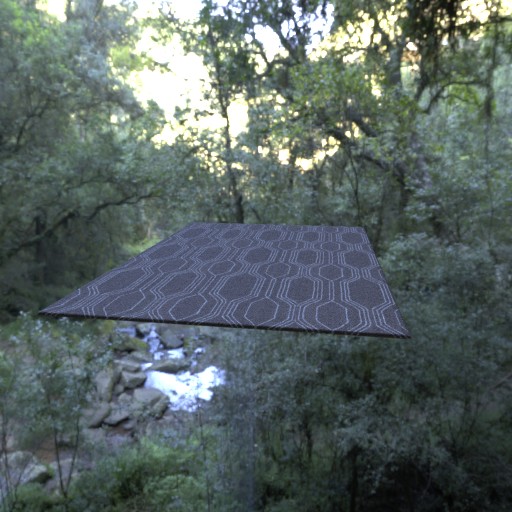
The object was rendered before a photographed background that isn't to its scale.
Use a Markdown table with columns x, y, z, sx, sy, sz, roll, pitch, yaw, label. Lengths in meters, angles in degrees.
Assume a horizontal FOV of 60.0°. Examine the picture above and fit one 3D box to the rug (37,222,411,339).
| x | y | z | sx | sy | sz | roll | pitch | yaw | label |
| --- | --- | --- | --- | --- | --- | --- | --- | --- | --- |
| 0.000 | 0.000 | 2.306 | 1.239 | 0.012 | 1.836 | 2 | 14 | 9 | rug |
